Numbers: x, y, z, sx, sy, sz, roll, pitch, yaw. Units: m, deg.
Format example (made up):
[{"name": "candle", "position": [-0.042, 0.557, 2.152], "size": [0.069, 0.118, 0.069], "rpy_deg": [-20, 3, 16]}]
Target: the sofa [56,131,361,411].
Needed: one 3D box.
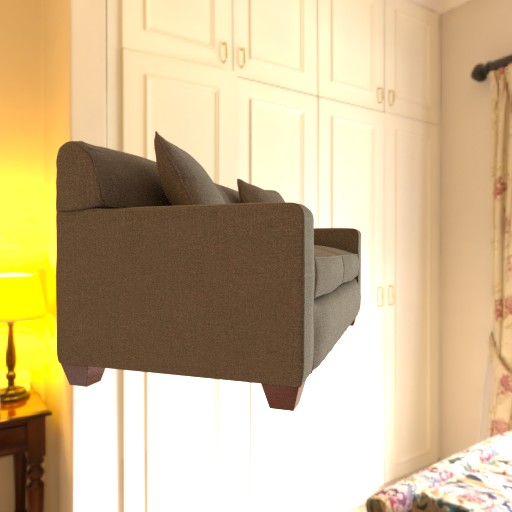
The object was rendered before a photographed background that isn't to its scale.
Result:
[{"name": "sofa", "position": [0.000, 0.000, 2.366], "size": [1.000, 0.958, 1.846], "rpy_deg": [0, 1, 19]}]
